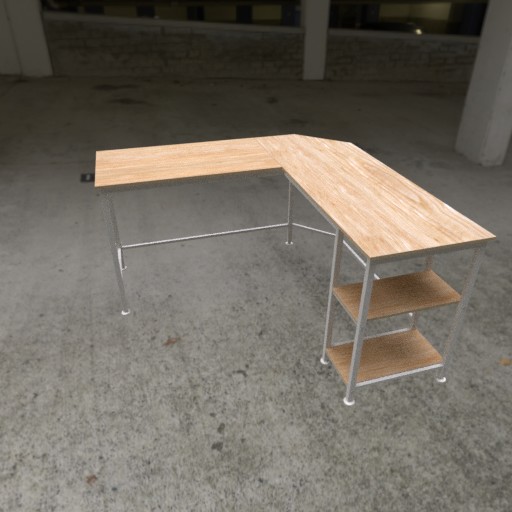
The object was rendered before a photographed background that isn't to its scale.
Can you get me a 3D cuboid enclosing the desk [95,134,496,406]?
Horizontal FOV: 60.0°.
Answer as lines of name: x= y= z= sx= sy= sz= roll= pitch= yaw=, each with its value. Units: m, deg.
desk: x=0.000 y=0.000 z=2.170 sx=1.379 sy=0.739 sz=1.379 roll=-9 pitch=33 yaw=-14
